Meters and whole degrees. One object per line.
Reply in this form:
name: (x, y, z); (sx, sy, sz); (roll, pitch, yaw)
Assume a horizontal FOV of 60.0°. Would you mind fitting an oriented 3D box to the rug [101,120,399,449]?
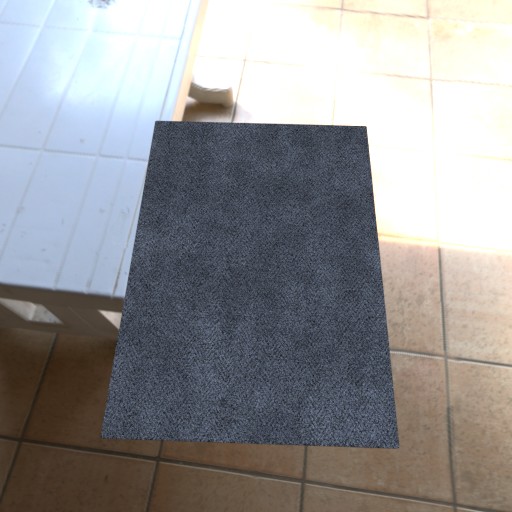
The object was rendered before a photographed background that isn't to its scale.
rug: (0.000, 0.000, 2.861); (1.600, 0.008, 2.235); (2, 64, 1)
